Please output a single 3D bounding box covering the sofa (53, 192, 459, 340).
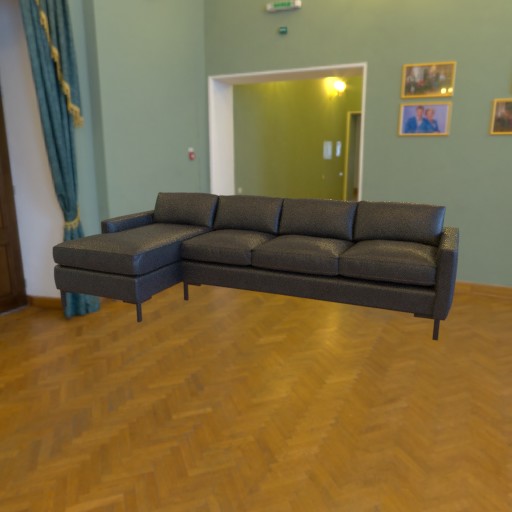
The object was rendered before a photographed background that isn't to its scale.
[{"bbox_3d":[0.000,0.000,3.615,2.993,0.859,1.471,6,15,24],"label":"sofa"}]
